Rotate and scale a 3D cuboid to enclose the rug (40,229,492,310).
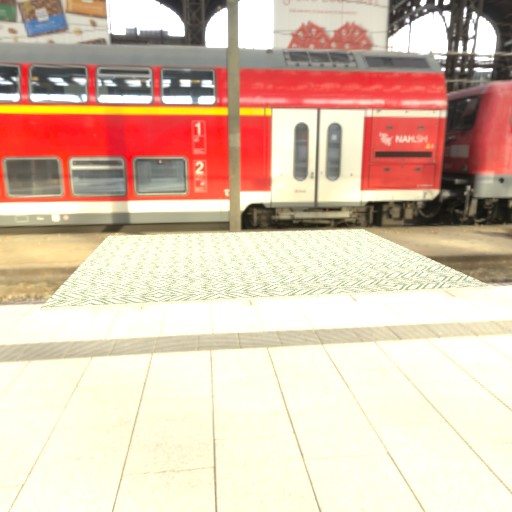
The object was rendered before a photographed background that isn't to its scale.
[{"bbox_3d":[0.000,0.000,4.104,3.050,0.017,2.441,-2,13,-8],"label":"rug"}]
